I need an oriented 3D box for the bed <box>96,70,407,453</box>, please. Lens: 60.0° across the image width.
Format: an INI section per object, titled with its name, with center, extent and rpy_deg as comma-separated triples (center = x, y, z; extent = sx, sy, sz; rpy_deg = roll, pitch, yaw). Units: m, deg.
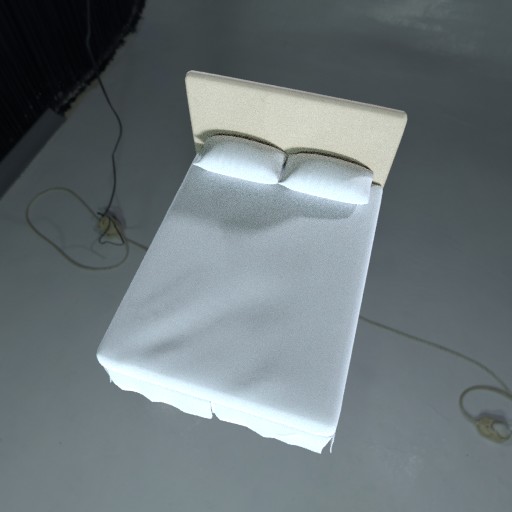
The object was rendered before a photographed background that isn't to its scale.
[bed]
center = 0.000, 0.000, 3.223
extent = 1.723, 1.330, 2.142
rpy_deg = 14, 59, 9
